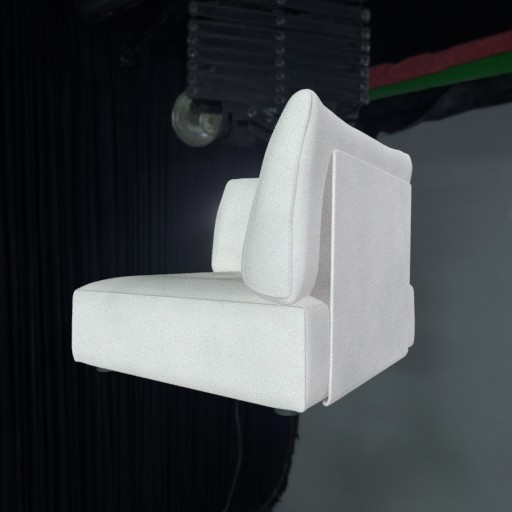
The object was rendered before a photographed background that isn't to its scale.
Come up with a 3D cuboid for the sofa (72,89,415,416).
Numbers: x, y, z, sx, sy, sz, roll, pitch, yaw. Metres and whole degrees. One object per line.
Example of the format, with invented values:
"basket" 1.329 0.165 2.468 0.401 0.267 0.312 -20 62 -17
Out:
"sofa" 0.000 0.000 1.724 1.000 0.820 1.000 0 0 35
